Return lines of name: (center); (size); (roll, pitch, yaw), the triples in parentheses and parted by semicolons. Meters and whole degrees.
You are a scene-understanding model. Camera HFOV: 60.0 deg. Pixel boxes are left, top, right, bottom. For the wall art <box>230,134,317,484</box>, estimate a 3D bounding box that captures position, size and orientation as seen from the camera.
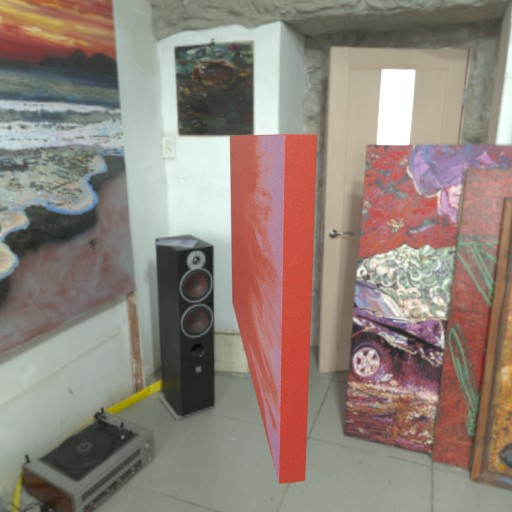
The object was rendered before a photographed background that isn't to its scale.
wall art: (0.000, 0.000, 0.771); (0.033, 0.405, 0.607); (-2, 15, -8)
